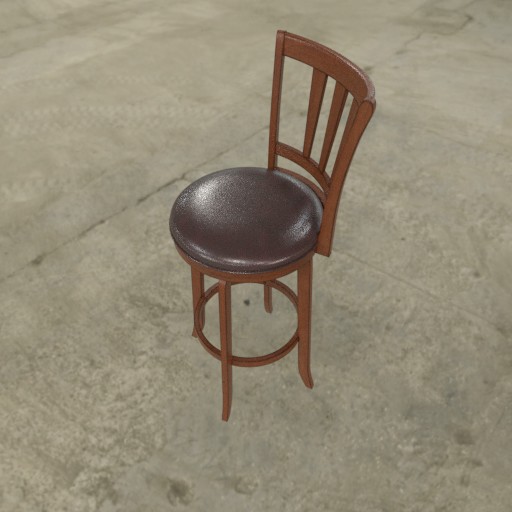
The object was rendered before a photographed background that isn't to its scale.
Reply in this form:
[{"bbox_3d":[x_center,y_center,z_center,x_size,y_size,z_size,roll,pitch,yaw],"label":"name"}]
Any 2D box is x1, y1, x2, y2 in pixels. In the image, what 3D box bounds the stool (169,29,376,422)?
[{"bbox_3d":[0.000,0.000,1.409,0.503,1.177,0.464,-16,47,-15],"label":"stool"}]
